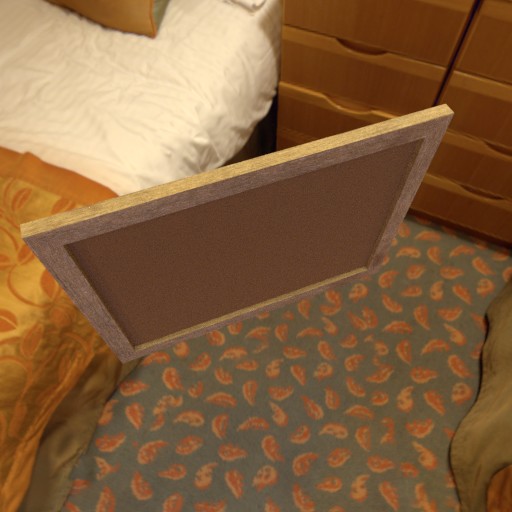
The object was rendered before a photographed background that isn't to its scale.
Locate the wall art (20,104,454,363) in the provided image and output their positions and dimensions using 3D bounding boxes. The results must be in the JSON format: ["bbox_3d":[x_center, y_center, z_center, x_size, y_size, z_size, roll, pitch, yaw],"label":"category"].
[{"bbox_3d":[0.000,0.000,0.899,0.690,0.535,0.026,-18,60,-11],"label":"wall art"}]
